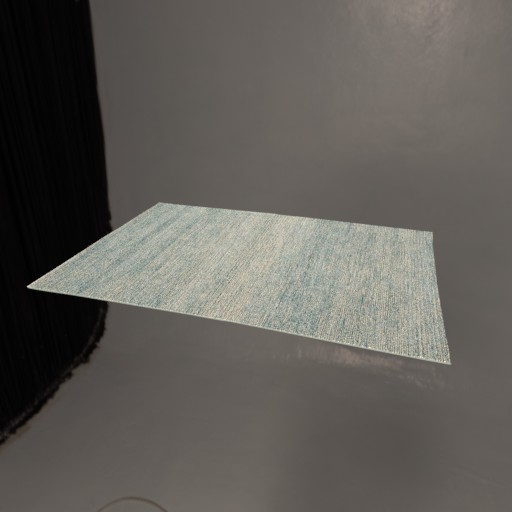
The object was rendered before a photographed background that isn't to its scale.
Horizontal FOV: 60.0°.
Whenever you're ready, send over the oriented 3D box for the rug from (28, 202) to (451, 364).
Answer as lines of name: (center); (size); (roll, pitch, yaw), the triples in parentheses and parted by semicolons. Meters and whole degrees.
rug: (0.000, 0.000, 5.213); (4.078, 0.052, 2.802); (8, 27, 16)
